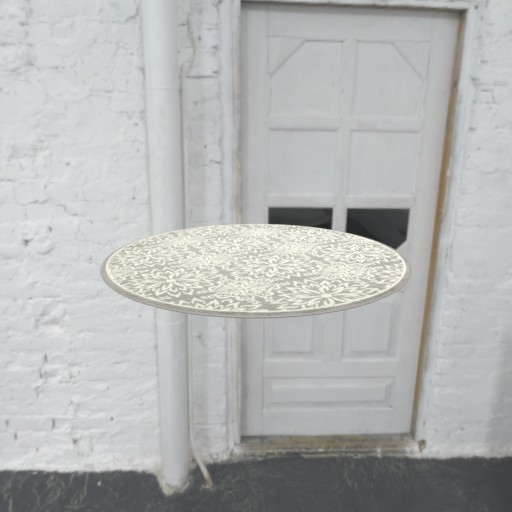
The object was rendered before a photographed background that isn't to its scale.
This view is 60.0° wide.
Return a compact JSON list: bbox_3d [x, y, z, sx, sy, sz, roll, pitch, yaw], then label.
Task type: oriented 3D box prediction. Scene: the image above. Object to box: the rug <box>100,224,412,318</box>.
[{"bbox_3d":[0.000,0.000,2.391,1.593,0.012,1.593,0,16,0],"label":"rug"}]
